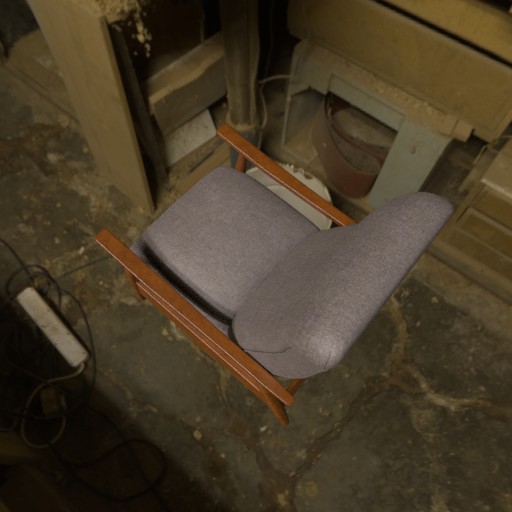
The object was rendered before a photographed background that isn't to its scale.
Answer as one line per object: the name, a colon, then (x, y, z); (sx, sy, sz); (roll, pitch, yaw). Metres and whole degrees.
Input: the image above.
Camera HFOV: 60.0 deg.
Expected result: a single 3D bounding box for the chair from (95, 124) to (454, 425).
chair: (0.000, 0.000, 1.780); (1.014, 1.081, 0.762); (37, 70, 16)
